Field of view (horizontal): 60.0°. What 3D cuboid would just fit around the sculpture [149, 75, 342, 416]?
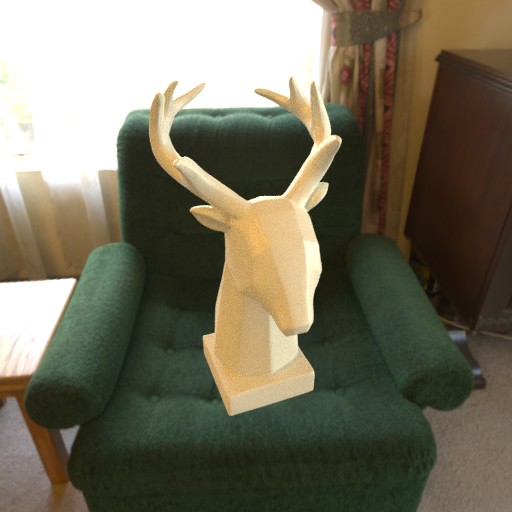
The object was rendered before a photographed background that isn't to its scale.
[{"bbox_3d":[0.000,0.000,0.451,0.174,0.329,0.224,-11,34,-18],"label":"sculpture"}]
